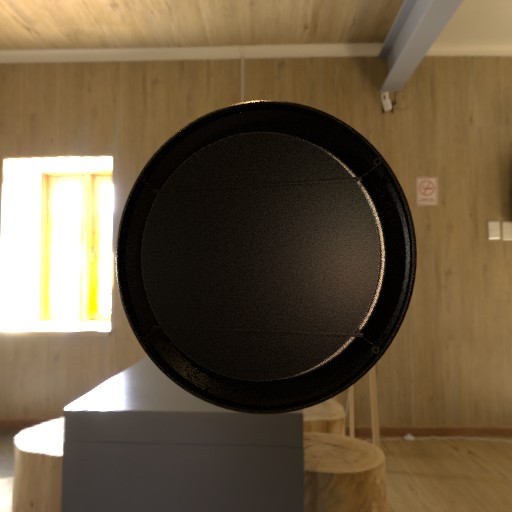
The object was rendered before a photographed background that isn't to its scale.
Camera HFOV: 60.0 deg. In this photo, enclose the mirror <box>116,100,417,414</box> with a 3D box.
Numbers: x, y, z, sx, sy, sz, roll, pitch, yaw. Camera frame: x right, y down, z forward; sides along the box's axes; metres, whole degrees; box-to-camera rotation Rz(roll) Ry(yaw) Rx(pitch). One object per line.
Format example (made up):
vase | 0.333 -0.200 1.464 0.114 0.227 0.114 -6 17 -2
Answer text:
mirror | 0.000 0.000 1.335 0.907 0.907 0.111 -1 -2 17
